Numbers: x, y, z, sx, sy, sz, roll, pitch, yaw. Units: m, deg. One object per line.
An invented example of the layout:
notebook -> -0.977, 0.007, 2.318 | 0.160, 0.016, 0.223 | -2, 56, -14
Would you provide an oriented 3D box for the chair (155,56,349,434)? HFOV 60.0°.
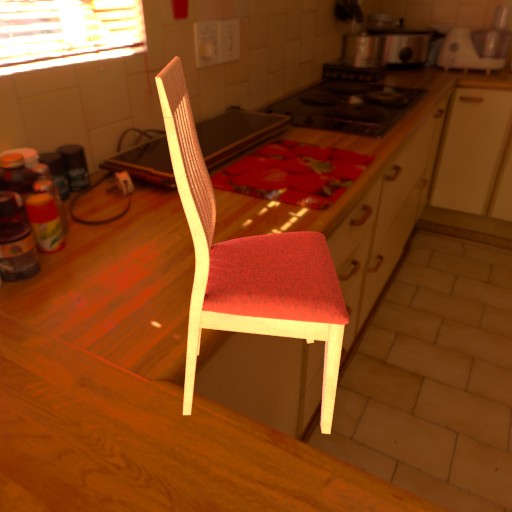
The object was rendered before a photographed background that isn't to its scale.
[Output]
chair -> 0.000, 0.000, 1.284 | 0.474, 1.027, 0.460 | 0, 32, -1
